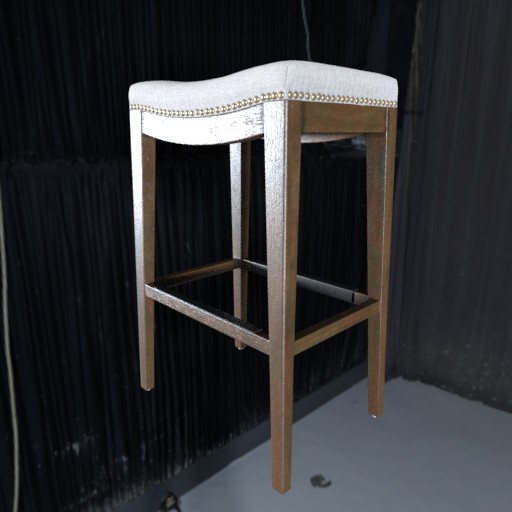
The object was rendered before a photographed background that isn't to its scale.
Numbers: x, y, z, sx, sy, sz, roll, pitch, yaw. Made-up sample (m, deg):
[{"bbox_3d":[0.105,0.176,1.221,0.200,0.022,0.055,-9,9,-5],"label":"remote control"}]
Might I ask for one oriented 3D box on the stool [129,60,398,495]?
[{"bbox_3d":[0.000,0.000,1.014,0.356,0.762,0.508,-15,21,-42],"label":"stool"}]
